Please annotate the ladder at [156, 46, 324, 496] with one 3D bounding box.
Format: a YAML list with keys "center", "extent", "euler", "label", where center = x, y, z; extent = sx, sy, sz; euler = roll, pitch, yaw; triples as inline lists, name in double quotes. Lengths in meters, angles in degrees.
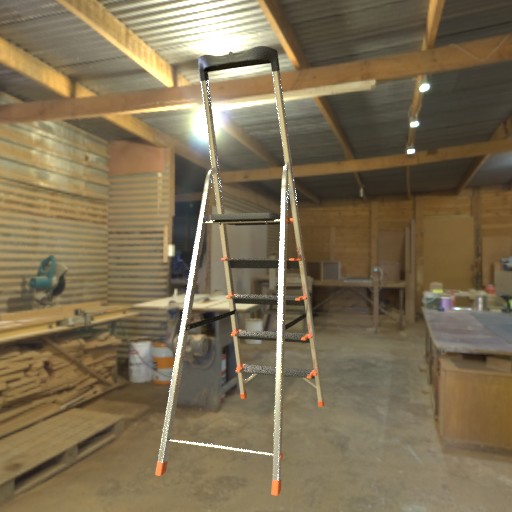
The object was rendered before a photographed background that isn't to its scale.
- center: [0.000, 0.000, 2.063]
  extent: [0.480, 1.646, 0.995]
  euler: [0, 0, 18]
  label: "ladder"
